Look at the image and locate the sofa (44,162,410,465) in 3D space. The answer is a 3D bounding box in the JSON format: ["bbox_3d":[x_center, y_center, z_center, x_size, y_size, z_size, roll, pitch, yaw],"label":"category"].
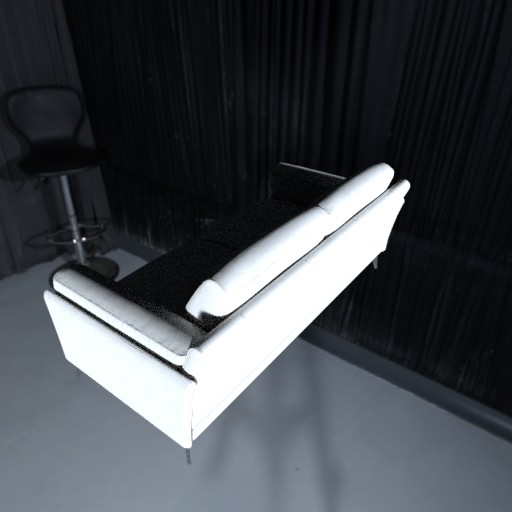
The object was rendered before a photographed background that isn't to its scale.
[{"bbox_3d":[0.000,0.000,2.648,1.049,0.930,2.101,22,38,31],"label":"sofa"}]
